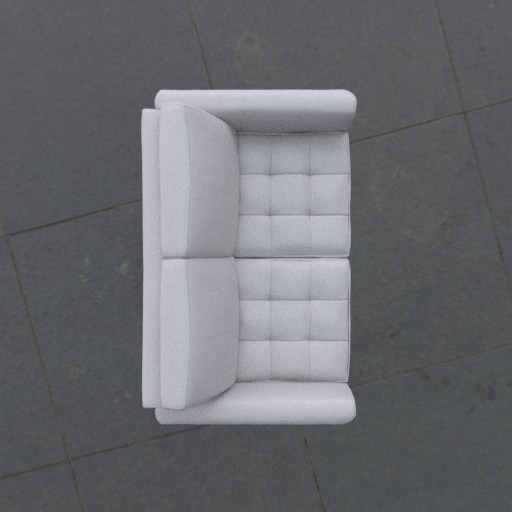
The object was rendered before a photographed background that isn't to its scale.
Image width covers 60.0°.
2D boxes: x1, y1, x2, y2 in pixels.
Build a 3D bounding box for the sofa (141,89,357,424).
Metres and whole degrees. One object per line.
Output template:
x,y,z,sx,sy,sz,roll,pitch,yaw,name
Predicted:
0.000,0.000,2.507,1.121,0.930,1.819,0,90,1,sofa
